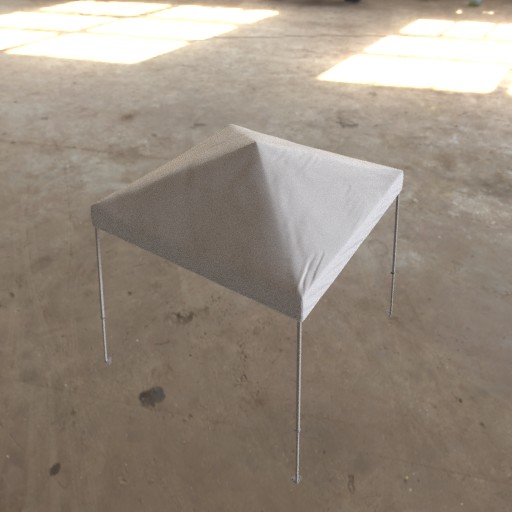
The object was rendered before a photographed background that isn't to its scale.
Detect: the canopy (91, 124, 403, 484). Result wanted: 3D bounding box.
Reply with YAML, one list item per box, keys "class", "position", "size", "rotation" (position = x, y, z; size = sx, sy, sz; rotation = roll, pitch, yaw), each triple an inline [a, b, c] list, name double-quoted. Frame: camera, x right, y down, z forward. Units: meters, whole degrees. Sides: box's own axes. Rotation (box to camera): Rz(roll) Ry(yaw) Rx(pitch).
- class: "canopy"
  position: [0.000, 0.000, 5.168]
  size: [2.848, 2.849, 2.849]
  rotation: [22, 45, 25]
